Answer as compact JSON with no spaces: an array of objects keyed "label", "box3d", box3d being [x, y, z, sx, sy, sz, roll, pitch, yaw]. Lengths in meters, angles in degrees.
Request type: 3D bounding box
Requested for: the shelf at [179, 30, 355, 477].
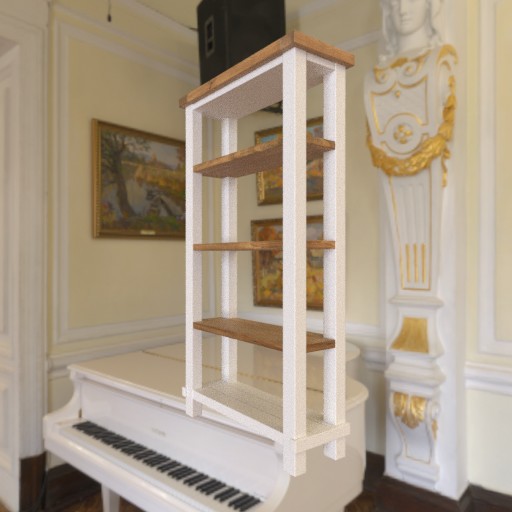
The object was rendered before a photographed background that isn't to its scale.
[{"label":"shelf","box3d":[0.000,0.000,2.359,0.381,1.878,1.022,0,0,-37]}]
